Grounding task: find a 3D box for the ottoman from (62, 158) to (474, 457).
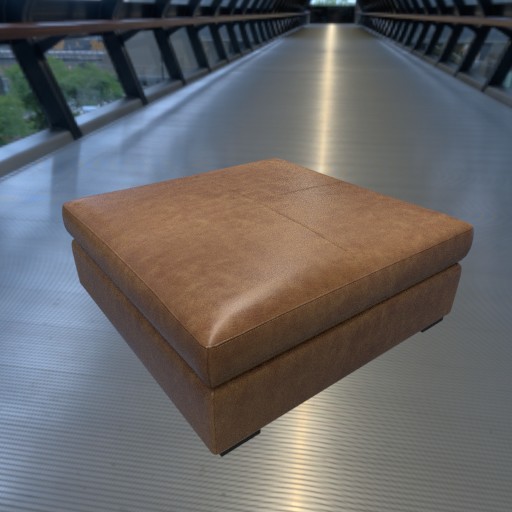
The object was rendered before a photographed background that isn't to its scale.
[{"bbox_3d":[0.000,0.000,1.811,1.168,0.483,1.169,-19,33,-32],"label":"ottoman"}]
